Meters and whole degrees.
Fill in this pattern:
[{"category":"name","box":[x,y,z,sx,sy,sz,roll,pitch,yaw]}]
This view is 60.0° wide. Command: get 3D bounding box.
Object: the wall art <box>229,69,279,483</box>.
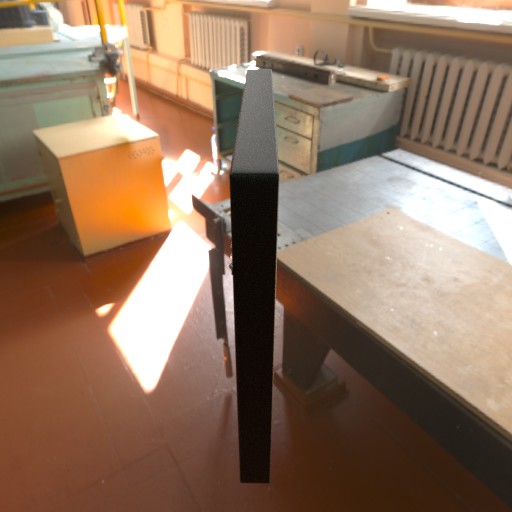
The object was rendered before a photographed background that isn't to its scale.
[{"category":"wall art","box":[0.000,0.000,0.604,0.041,0.407,0.406,0,33,1]}]
